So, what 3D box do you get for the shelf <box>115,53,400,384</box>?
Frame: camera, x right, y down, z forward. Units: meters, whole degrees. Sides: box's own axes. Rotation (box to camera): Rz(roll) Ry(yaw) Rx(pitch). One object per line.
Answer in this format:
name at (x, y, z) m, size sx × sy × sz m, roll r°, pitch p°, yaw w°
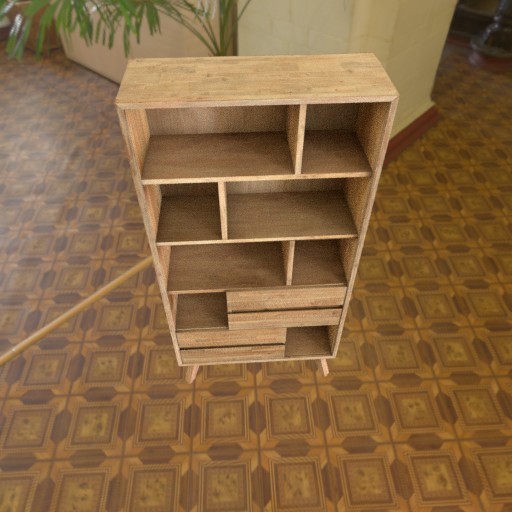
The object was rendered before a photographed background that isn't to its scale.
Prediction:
shelf at (0.000, 0.000, 1.784) m, size 0.748 × 1.471 × 0.308 m, roll -2°, pitch 46°, yaw -2°
